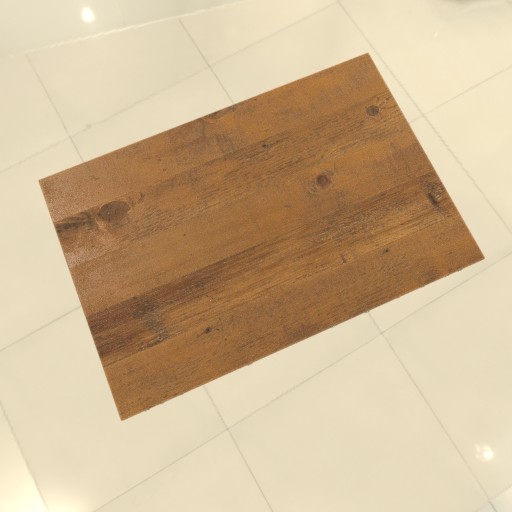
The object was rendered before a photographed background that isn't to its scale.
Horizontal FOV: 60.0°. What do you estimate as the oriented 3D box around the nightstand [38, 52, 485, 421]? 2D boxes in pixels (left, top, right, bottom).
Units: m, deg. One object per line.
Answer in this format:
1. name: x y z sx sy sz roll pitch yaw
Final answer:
1. nightstand: 0.000 0.000 1.055 0.650 0.599 0.450 -23 78 -5
